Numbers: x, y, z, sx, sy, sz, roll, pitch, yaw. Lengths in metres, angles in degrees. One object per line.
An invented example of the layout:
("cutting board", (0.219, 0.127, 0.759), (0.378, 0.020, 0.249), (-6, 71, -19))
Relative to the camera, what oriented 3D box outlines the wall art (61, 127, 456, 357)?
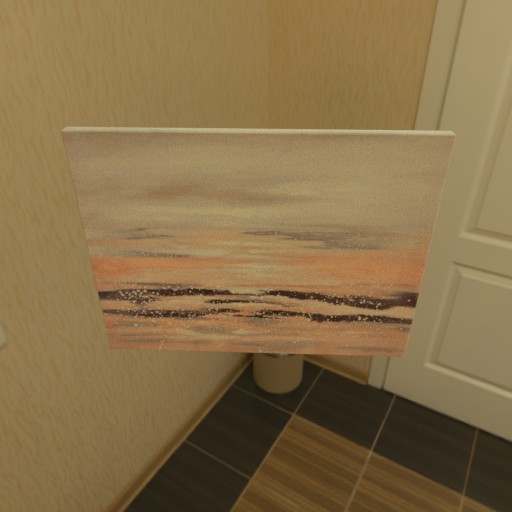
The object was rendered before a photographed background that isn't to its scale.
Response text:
("wall art", (0.000, 0.000, 1.347), (1.015, 0.763, 0.038), (1, 31, 2))
